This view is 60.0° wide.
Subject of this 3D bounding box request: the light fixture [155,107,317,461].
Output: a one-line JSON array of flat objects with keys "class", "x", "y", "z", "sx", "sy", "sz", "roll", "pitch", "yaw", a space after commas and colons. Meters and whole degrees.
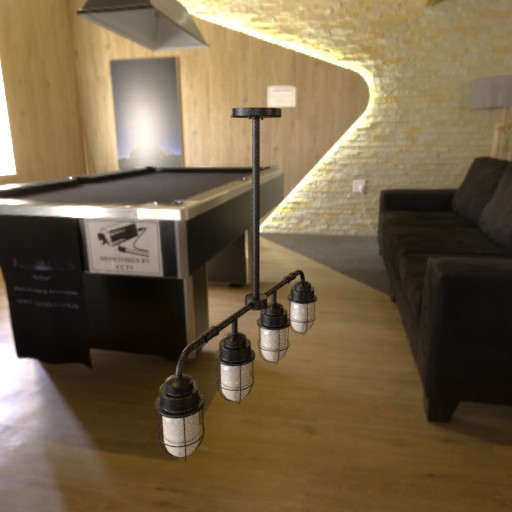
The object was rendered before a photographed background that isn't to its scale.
[{"class": "light fixture", "x": 0.000, "y": 0.000, "z": 1.245, "sx": 0.131, "sy": 0.785, "sz": 0.852, "roll": 8, "pitch": 17, "yaw": 26}]
